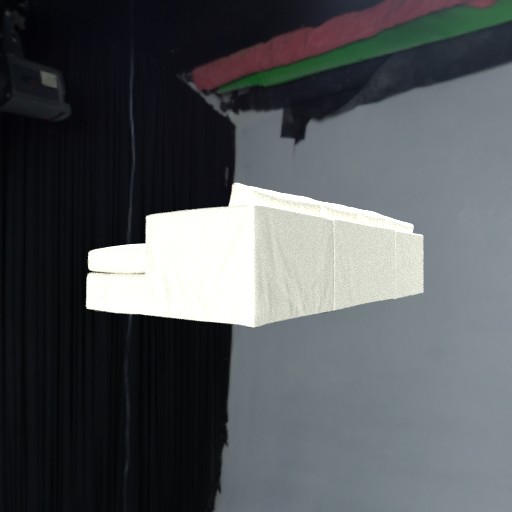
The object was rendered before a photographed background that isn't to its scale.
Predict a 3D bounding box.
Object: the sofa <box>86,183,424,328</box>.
[{"bbox_3d":[0.000,0.000,4.559,2.427,0.882,3.460,-1,-1,36],"label":"sofa"}]
